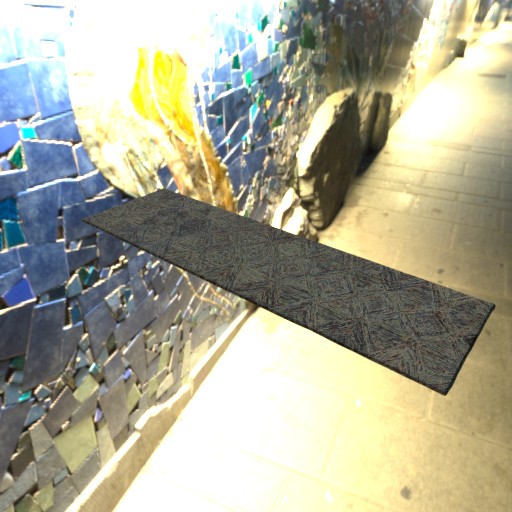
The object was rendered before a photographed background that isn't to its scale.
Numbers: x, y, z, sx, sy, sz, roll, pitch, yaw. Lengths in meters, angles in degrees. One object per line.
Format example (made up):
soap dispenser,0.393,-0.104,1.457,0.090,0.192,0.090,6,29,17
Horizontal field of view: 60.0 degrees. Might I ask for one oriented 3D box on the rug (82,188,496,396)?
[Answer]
rug,0.000,0.000,2.429,2.292,0.015,0.688,22,37,32
